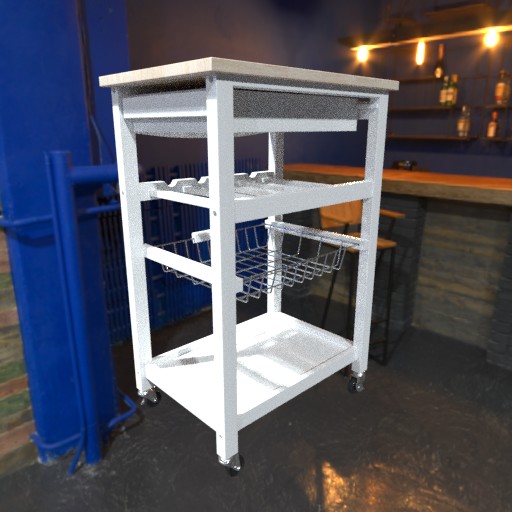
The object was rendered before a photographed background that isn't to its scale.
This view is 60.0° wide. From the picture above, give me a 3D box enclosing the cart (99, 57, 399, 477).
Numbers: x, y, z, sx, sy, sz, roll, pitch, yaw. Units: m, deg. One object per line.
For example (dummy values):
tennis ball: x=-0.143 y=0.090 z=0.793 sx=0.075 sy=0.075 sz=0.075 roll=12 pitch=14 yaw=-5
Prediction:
cart: x=0.000 y=0.000 z=1.152 sx=0.578 sy=0.857 sz=0.406 roll=-15 pitch=22 yaw=-41
